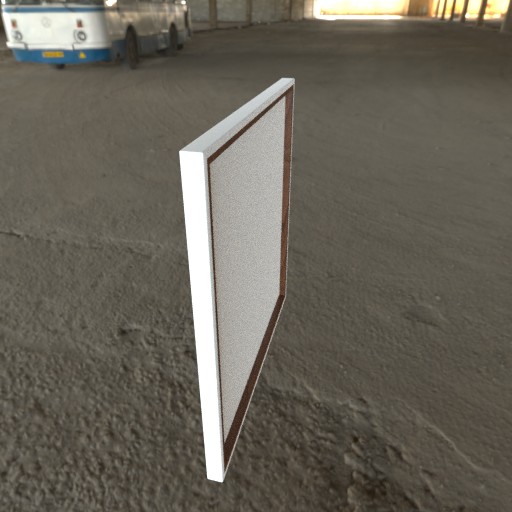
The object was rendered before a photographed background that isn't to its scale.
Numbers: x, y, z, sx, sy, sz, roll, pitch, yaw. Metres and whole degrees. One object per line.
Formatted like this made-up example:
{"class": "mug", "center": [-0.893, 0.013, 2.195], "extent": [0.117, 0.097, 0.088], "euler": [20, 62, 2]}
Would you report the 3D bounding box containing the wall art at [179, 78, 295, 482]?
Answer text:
{"class": "wall art", "center": [0.000, 0.000, 1.138], "extent": [0.037, 0.757, 0.757], "euler": [7, 30, 12]}
